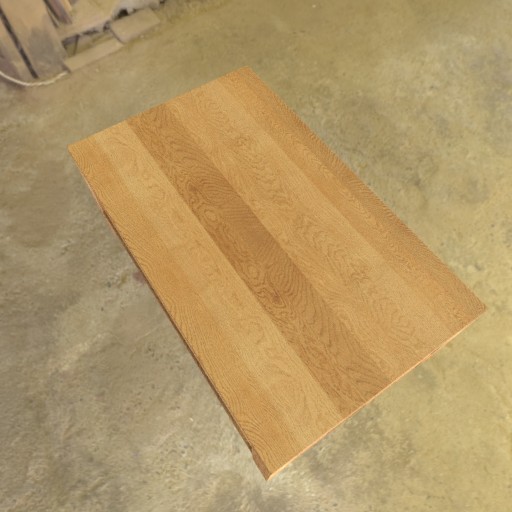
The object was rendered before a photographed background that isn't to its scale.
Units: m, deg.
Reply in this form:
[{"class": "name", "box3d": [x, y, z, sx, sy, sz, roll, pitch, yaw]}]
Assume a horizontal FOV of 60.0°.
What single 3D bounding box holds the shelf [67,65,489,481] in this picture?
[{"class": "shelf", "box3d": [0.000, 0.000, 1.495, 0.700, 0.450, 1.150, -31, 66, -16]}]
